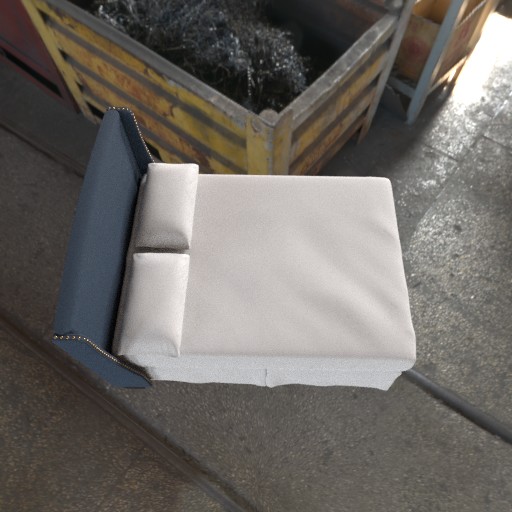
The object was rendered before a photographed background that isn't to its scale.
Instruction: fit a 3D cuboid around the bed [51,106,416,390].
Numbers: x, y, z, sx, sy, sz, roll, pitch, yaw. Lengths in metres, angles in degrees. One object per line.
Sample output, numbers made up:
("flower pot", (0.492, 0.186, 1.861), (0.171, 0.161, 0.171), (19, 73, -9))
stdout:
("bed", (0.000, 0.000, 3.302), (2.237, 1.407, 1.710), (1, 63, 1))
